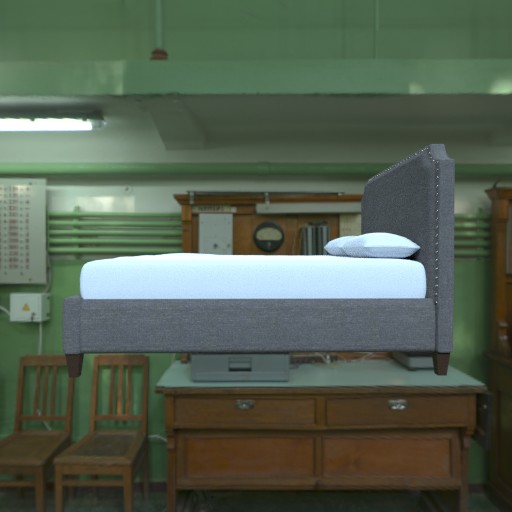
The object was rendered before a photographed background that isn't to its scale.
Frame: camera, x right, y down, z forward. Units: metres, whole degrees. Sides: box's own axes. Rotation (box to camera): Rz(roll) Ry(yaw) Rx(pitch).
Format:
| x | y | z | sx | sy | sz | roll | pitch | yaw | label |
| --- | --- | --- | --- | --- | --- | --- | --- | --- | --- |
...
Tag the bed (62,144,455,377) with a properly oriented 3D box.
| x | y | z | sx | sy | sz | roll | pitch | yaw | label |
| --- | --- | --- | --- | --- | --- | --- | --- | --- | --- |
| 0.000 | 0.000 | 3.521 | 2.381 | 1.457 | 1.713 | 0 | 1 | -1 | bed |
